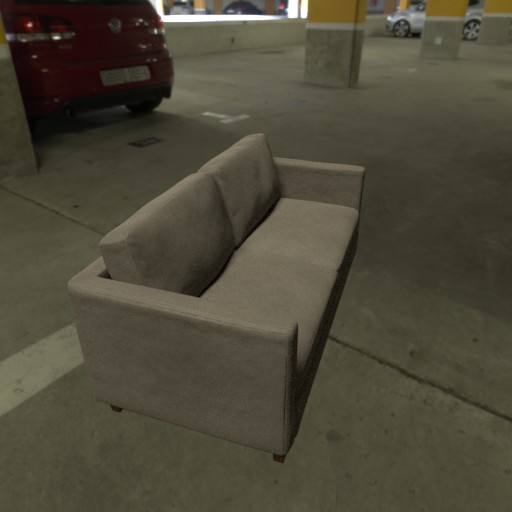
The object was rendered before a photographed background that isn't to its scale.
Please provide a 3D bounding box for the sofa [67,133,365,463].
[{"bbox_3d":[0.000,0.000,2.475,0.950,0.963,1.884,10,31,17],"label":"sofa"}]
